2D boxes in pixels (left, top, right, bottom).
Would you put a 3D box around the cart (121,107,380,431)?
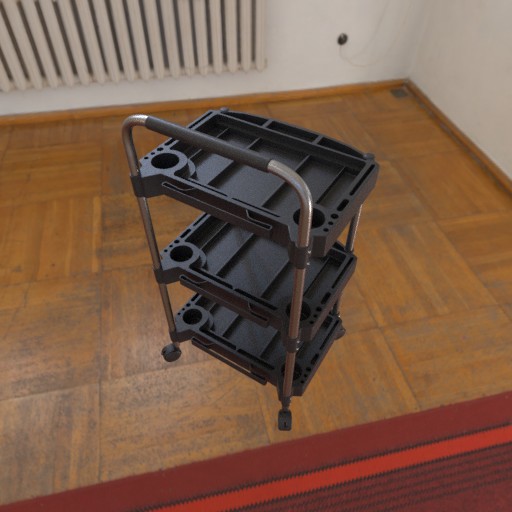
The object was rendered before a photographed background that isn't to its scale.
[{"bbox_3d":[0.000,0.000,1.428,0.584,1.075,0.518,24,51,21],"label":"cart"}]
